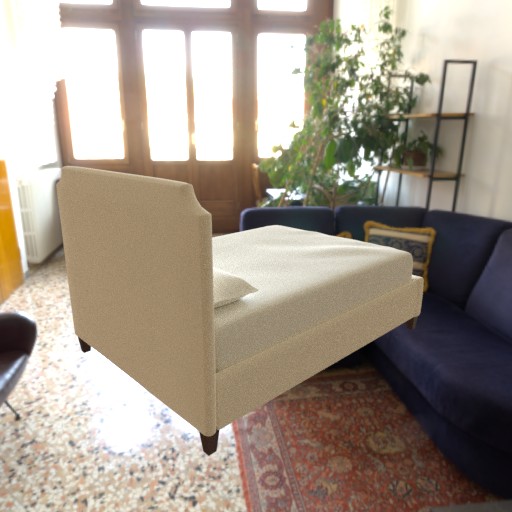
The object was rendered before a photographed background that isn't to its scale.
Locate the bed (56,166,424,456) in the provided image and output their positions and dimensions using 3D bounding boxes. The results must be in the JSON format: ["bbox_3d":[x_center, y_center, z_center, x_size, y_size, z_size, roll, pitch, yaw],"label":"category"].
[{"bbox_3d":[0.000,0.000,3.480,2.365,1.443,1.712,-15,22,-42],"label":"bed"}]
